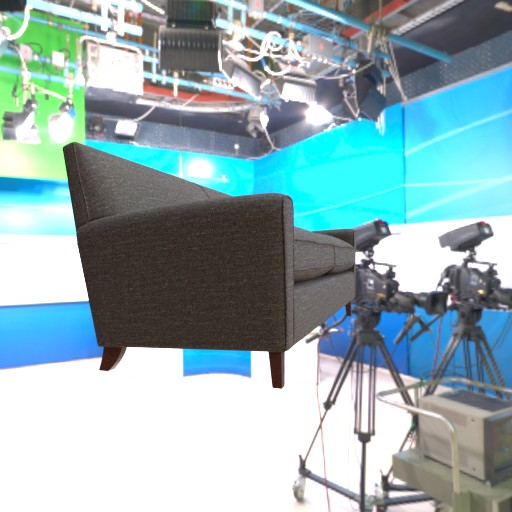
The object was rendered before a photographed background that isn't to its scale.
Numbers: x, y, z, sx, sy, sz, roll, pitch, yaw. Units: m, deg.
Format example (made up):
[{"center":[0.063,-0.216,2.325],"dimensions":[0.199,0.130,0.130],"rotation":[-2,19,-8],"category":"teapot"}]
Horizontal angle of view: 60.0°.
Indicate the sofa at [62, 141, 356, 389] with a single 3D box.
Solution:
[{"center":[0.000,0.000,2.402],"dimensions":[0.875,0.846,1.976],"rotation":[0,0,19],"category":"sofa"}]
